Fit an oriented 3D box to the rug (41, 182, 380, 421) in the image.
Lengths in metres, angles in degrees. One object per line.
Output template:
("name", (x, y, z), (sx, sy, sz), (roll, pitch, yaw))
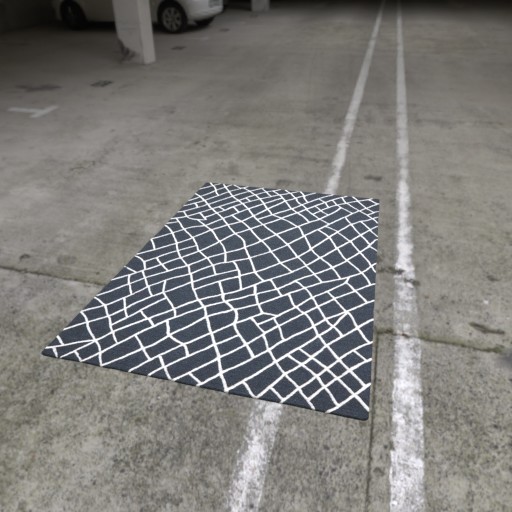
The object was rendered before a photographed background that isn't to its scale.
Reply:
("rug", (0.000, 0.000, 2.310), (1.223, 0.013, 1.830), (8, 31, 12))
